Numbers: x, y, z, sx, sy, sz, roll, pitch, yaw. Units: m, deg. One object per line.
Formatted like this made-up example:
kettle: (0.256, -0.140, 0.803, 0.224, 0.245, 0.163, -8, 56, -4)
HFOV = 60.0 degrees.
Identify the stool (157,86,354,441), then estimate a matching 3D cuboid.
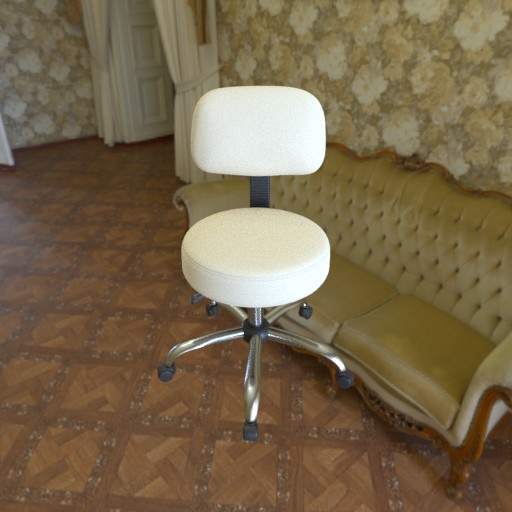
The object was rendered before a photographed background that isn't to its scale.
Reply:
stool: (0.000, 0.000, 1.243, 0.609, 0.810, 0.616, 2, 30, 3)
